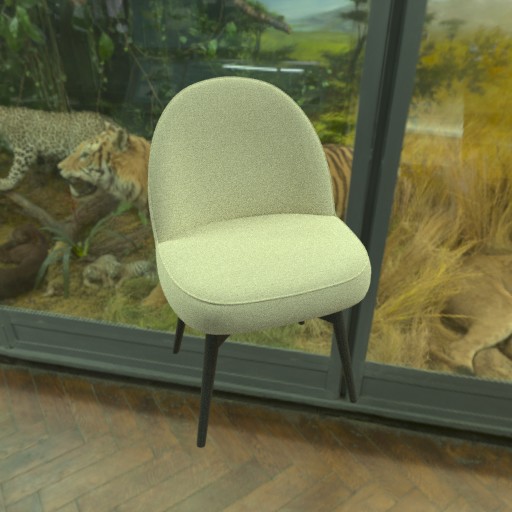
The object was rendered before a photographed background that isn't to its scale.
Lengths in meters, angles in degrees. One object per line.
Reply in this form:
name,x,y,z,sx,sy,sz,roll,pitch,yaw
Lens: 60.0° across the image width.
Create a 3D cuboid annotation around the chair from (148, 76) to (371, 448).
chair,0.000,0.000,1.201,0.532,0.838,0.540,-10,32,-16
